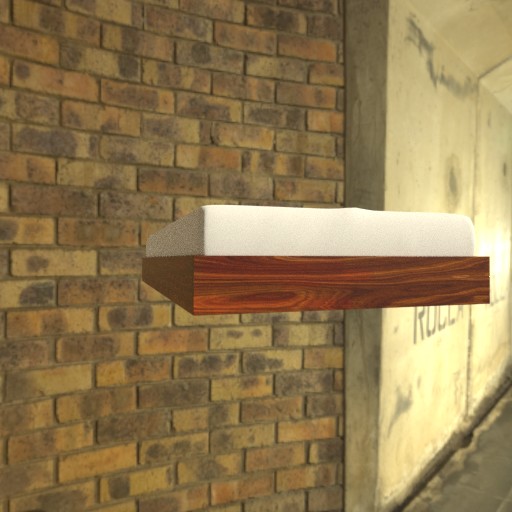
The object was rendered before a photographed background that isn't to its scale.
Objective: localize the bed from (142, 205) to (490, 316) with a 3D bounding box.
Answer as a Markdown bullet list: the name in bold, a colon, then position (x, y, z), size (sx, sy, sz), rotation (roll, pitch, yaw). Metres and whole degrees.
- **bed**: position (0.000, 0.000, 2.134), size (0.940, 0.312, 1.860), rotation (0, 0, -18)
